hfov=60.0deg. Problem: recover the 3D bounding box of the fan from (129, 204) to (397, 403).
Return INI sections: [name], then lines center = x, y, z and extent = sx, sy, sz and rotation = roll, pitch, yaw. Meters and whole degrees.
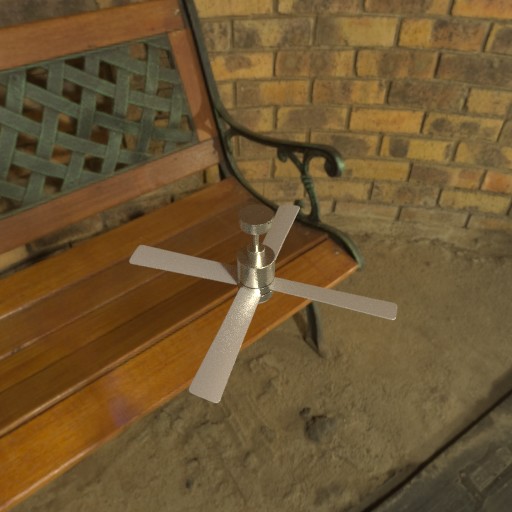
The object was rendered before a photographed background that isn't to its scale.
[fan]
center = 0.000, 0.000, 2.345
extent = 1.525, 0.539, 1.525
rotation = 12, 43, 14
